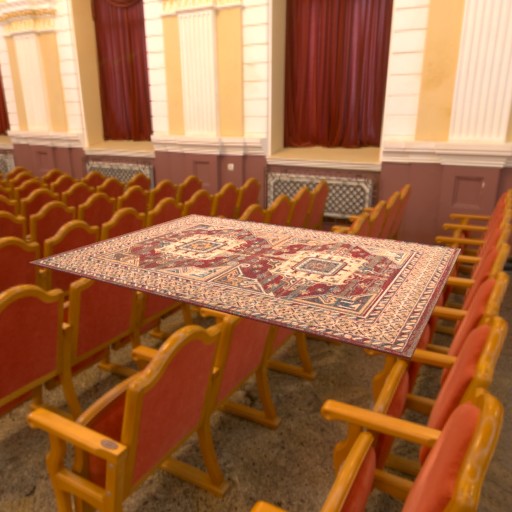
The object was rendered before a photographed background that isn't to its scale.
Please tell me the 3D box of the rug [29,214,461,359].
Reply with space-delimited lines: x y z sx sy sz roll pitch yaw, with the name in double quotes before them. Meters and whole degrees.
"rug" 0.000 0.000 2.788 2.210 0.011 1.599 10 20 28
